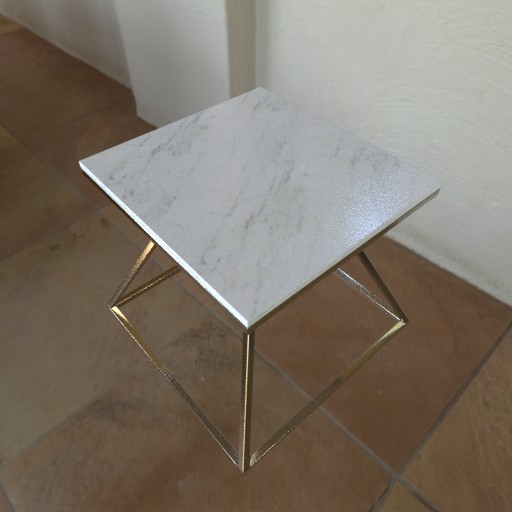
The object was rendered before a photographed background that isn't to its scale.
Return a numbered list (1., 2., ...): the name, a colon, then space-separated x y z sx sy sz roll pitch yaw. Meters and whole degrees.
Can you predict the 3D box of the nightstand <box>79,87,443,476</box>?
1. nightstand: 0.000 0.000 0.919 0.514 0.426 0.513 -33 54 -27
